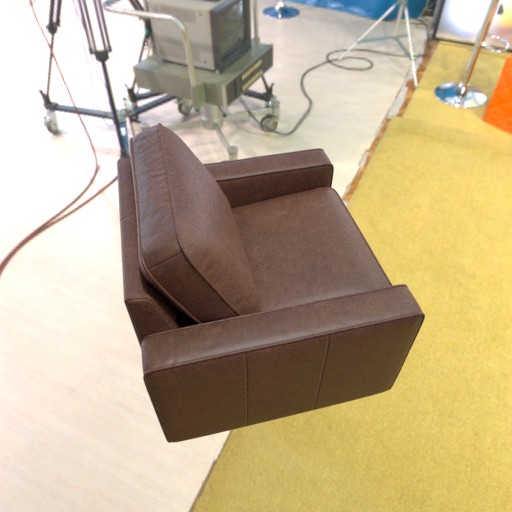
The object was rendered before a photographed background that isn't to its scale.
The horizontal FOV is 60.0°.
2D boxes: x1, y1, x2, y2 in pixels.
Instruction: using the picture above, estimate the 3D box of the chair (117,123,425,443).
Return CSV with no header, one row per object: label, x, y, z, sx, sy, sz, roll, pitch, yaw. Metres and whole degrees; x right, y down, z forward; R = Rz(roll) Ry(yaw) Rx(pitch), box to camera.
chair,0.000,0.000,1.776,0.940,0.919,1.017,-10,48,-9
